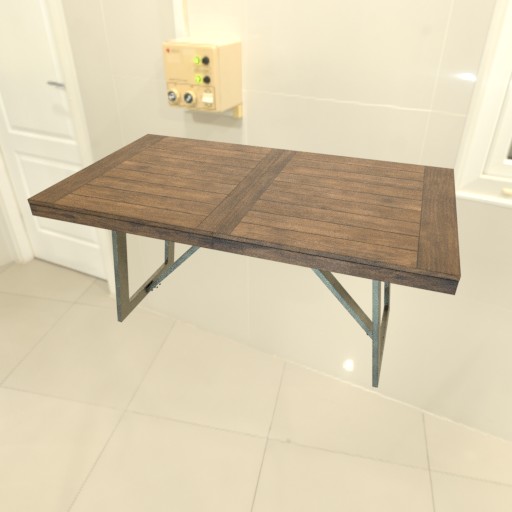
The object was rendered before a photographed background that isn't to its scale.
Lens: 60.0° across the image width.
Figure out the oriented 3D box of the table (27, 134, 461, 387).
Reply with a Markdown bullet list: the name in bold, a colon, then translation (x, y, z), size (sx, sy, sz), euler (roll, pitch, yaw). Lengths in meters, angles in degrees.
- **table**: translation (0.000, 0.000, 2.143), size (1.641, 0.757, 0.931), euler (11, 34, 16)
